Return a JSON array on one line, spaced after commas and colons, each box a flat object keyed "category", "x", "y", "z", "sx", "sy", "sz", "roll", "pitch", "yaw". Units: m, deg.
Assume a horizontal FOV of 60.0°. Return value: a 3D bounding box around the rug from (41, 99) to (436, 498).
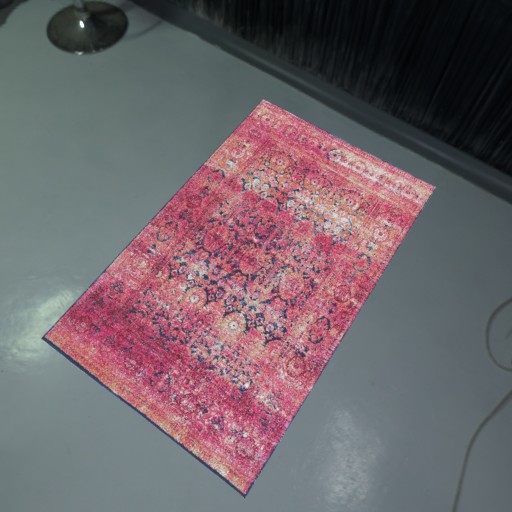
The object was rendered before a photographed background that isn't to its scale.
[{"category": "rug", "x": 0.000, "y": 0.000, "z": 2.991, "sx": 1.539, "sy": 0.018, "sz": 2.449, "roll": 32, "pitch": 68, "yaw": 15}]
